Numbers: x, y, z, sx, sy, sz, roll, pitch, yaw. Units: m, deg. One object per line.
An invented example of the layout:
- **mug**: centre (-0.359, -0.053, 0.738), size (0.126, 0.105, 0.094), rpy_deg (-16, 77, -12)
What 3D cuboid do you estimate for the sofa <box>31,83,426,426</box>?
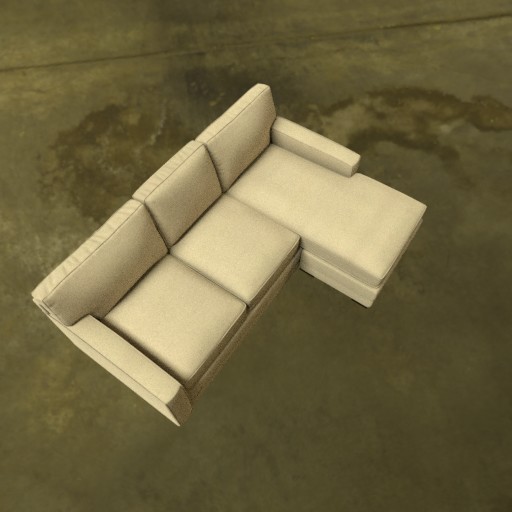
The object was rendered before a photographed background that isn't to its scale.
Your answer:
- **sofa**: centre (0.000, 0.000, 2.807), size (1.496, 0.861, 2.087), rpy_deg (31, 63, 18)
